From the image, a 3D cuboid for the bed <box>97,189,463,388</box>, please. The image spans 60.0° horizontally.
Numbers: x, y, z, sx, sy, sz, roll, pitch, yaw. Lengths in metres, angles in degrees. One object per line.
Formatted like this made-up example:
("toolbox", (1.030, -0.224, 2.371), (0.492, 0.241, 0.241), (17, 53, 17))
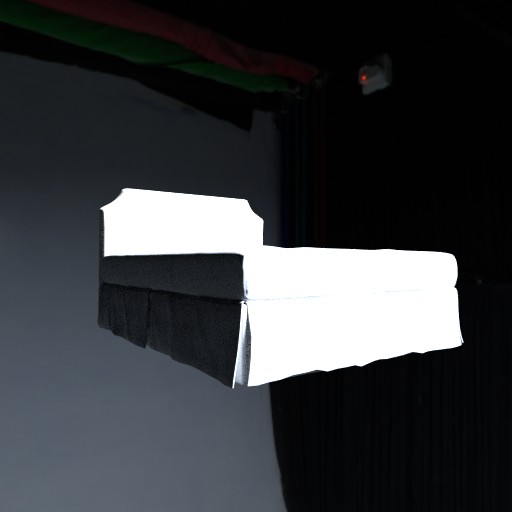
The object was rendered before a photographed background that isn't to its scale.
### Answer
("bed", (0.000, 0.000, 3.615), (1.977, 1.293, 2.498), (0, -1, -35))
